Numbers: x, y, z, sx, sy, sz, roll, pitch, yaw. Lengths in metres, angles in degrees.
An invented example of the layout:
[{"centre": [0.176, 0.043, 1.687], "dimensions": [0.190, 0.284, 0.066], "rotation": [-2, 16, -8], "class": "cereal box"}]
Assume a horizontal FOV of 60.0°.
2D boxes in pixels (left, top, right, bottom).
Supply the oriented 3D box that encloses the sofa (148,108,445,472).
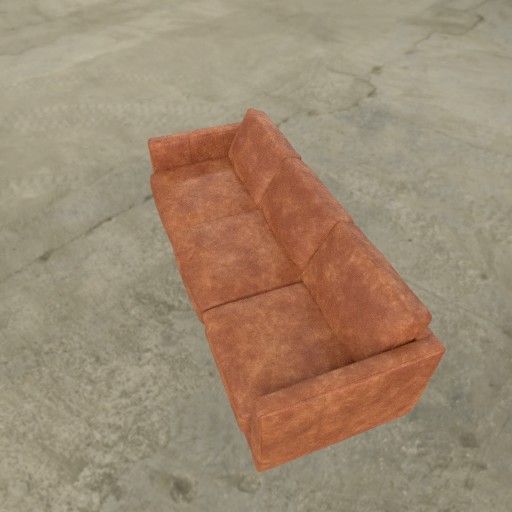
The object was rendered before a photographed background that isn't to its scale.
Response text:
[{"centre": [0.000, 0.000, 3.012], "dimensions": [1.045, 1.006, 2.464], "rotation": [-15, 47, -15], "class": "sofa"}]
